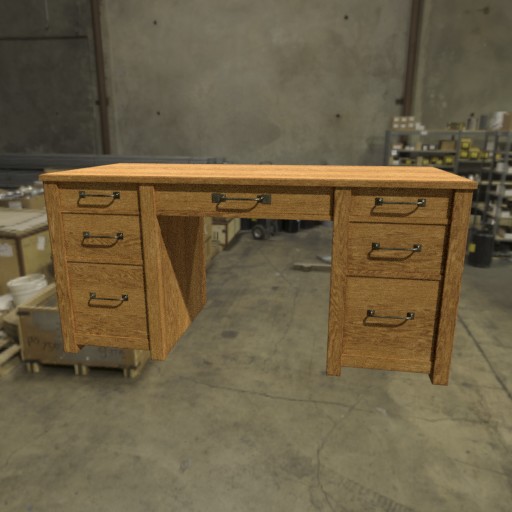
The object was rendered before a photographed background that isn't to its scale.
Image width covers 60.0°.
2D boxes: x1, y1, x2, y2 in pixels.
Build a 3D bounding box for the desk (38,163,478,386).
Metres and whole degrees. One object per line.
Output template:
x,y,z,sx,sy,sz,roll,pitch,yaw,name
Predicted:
0.000,0.000,1.972,1.567,0.751,0.685,3,16,9,desk
